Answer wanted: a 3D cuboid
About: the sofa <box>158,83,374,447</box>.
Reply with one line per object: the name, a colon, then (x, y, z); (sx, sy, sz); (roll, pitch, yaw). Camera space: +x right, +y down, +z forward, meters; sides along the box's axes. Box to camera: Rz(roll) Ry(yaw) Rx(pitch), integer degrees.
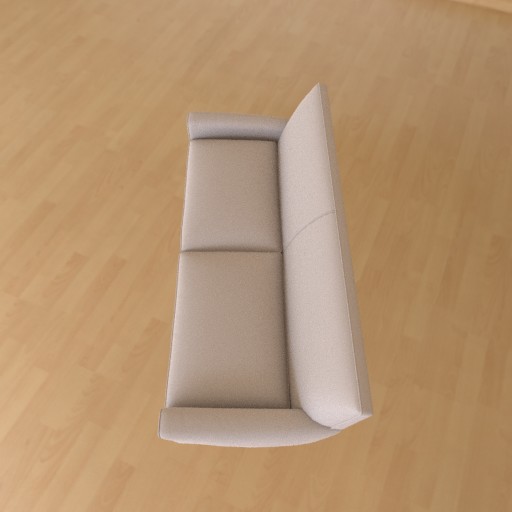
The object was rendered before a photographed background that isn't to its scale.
sofa: (0.000, 0.000, 2.517); (0.875, 0.846, 2.000); (-1, 59, 0)
